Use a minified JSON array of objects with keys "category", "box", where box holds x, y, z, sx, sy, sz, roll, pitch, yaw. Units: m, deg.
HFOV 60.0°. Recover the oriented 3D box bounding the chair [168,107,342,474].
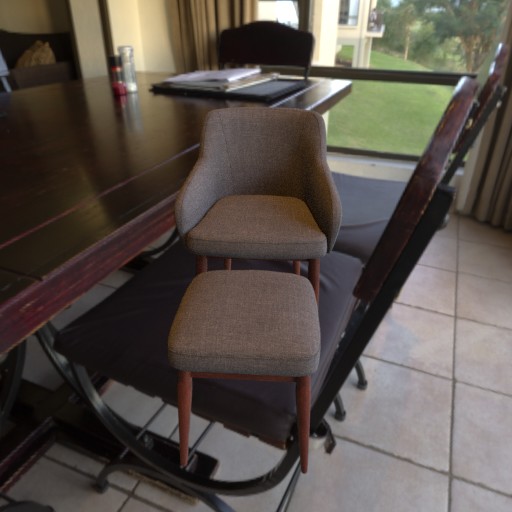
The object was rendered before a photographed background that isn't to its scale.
[{"category":"chair","box":[0.000,0.000,1.555,0.584,0.799,1.107,2,30,3]}]
